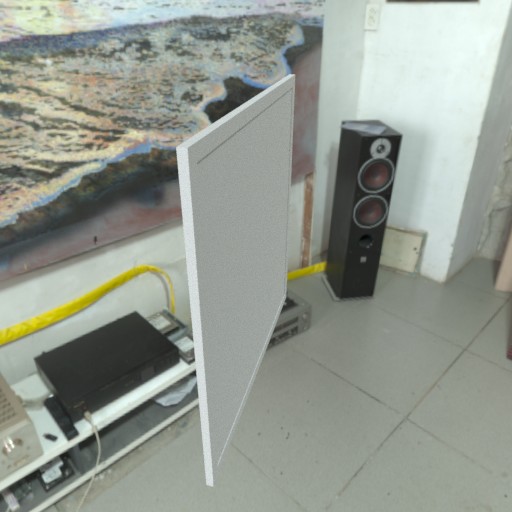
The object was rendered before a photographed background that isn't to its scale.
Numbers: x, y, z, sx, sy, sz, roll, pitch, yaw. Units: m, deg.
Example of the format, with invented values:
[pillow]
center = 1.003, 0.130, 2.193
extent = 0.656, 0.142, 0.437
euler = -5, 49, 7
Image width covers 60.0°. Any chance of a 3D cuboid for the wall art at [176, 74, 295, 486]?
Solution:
[wall art]
center = 0.000, 0.000, 0.970
extent = 0.015, 0.660, 0.660
euler = 8, 31, 14
